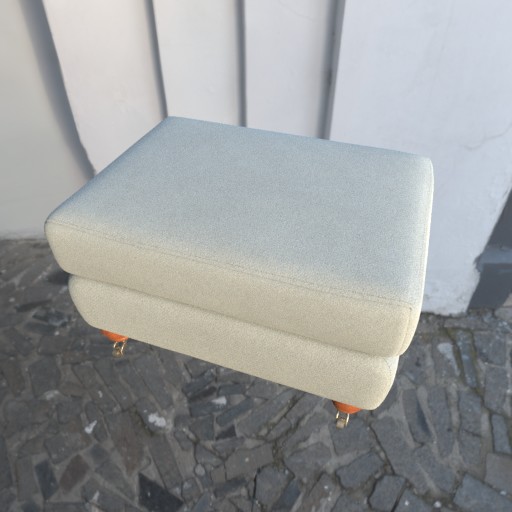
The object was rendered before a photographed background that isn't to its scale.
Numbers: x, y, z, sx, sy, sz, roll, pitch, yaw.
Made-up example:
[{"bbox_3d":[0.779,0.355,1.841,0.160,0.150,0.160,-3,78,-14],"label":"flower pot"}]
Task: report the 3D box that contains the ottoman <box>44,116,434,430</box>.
[{"bbox_3d":[0.000,0.000,1.135,0.773,0.499,0.569,13,43,14],"label":"ottoman"}]
